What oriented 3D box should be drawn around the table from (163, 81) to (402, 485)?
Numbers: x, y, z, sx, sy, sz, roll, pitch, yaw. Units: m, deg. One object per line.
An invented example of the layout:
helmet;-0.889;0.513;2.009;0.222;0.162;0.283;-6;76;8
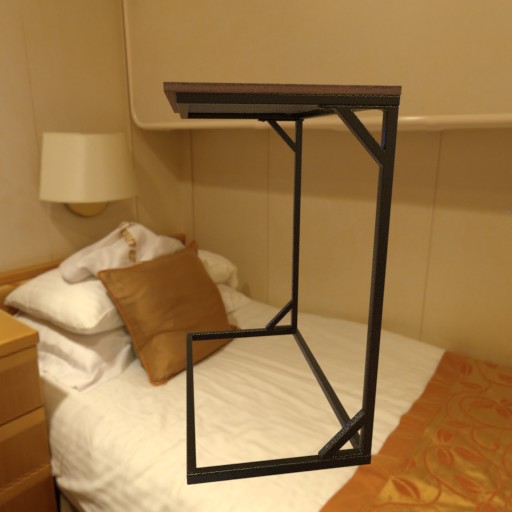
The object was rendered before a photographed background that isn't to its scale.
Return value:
table;0.000;0.000;1.009;0.351;0.673;0.597;-2;15;-8
